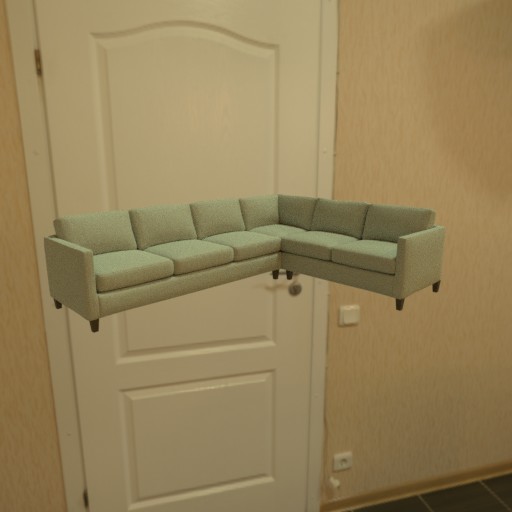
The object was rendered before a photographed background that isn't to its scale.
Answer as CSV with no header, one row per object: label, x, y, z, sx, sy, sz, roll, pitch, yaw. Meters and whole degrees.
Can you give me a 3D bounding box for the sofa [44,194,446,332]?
sofa,0.000,0.000,4.533,3.333,0.934,2.522,-13,19,-43
